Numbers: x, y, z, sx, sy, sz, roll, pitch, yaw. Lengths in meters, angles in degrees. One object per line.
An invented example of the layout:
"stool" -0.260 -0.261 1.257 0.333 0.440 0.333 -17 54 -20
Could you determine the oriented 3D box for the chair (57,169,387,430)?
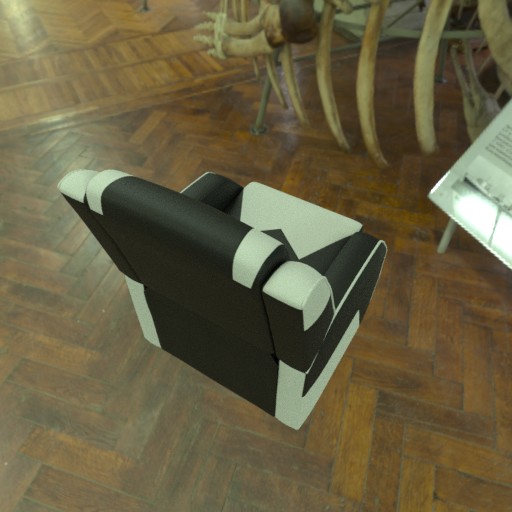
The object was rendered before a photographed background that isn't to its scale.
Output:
"chair" 0.000 0.000 1.301 0.620 0.805 0.672 25 52 21
